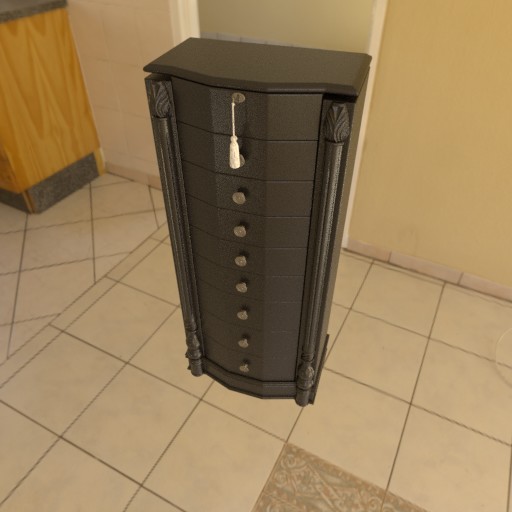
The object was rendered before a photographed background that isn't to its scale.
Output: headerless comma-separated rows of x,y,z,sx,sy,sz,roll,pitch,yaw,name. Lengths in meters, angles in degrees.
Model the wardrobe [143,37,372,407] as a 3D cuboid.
0.000,0.000,1.212,0.444,1.011,0.295,12,42,13,wardrobe
